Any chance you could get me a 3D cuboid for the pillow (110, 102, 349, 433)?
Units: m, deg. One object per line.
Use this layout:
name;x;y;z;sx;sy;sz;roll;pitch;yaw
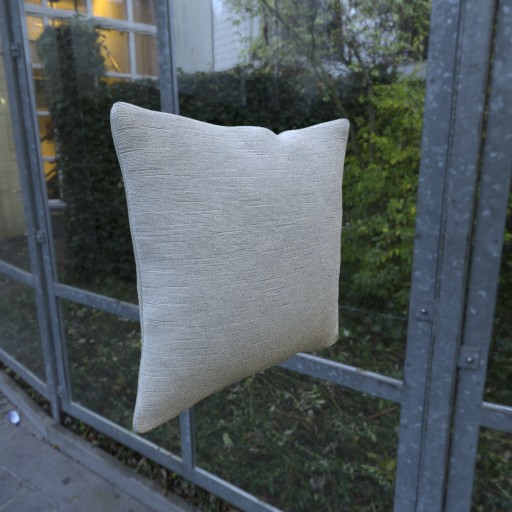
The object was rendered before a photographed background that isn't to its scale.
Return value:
pillow;0.000;0.000;0.677;0.437;0.420;0.162;-12;18;-42
